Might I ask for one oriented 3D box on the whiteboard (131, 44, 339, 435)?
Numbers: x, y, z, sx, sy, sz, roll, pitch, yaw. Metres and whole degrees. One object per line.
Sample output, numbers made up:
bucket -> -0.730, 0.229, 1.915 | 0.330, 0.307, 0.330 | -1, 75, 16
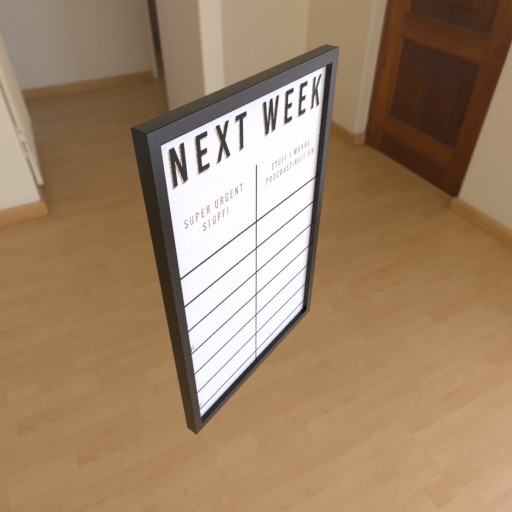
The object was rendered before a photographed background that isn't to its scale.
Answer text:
whiteboard -> 0.000, 0.000, 0.782 | 0.026, 0.611, 0.406 | 26, 46, 28
